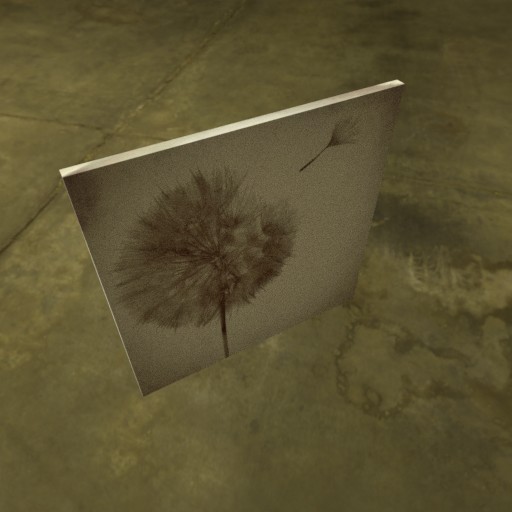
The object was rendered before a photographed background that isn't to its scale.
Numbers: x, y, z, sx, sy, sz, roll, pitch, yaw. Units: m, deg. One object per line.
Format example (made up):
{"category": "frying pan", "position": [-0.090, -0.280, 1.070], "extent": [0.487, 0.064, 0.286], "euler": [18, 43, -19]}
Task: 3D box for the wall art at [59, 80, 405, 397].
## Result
{"category": "wall art", "position": [0.000, 0.000, 1.155], "extent": [0.762, 0.762, 0.027], "euler": [-21, 49, -20]}
